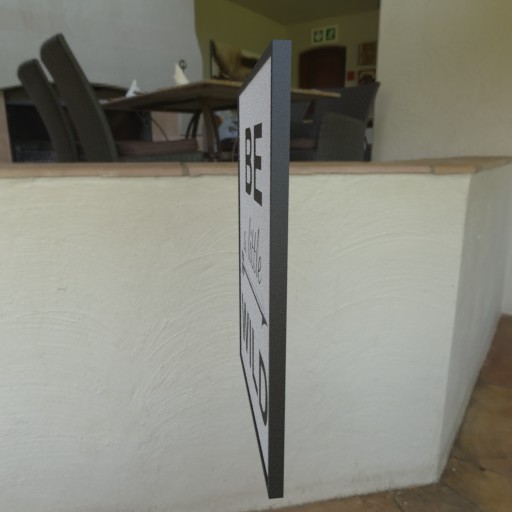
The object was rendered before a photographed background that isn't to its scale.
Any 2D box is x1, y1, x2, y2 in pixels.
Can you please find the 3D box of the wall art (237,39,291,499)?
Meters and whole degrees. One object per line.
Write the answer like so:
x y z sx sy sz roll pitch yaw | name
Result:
0.000 0.000 1.379 0.038 1.062 0.806 -2 14 -7 | wall art
